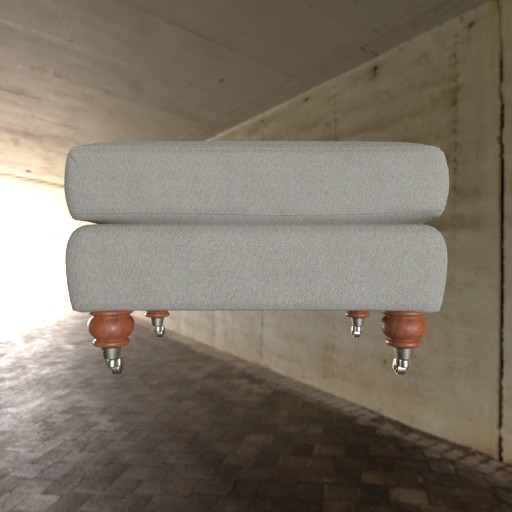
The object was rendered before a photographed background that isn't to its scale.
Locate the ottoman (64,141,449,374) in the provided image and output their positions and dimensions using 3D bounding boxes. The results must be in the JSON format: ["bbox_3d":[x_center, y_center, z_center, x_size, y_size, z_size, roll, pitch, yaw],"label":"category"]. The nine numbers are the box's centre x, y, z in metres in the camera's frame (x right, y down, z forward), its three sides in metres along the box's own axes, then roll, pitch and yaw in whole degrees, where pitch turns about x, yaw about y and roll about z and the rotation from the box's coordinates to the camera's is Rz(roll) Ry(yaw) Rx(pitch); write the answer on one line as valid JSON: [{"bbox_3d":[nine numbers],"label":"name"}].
[{"bbox_3d":[0.000,0.000,1.127,0.773,0.504,0.569,0,0,0],"label":"ottoman"}]
